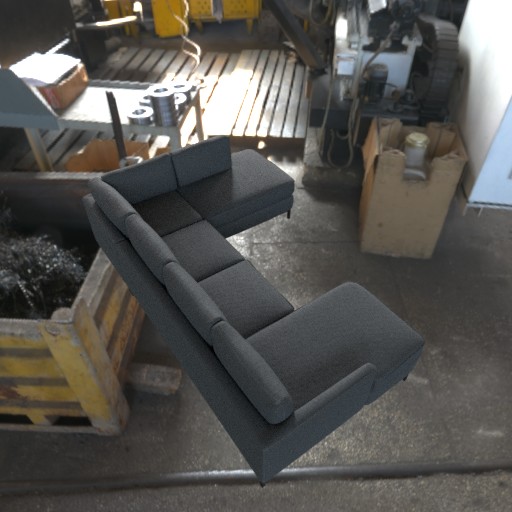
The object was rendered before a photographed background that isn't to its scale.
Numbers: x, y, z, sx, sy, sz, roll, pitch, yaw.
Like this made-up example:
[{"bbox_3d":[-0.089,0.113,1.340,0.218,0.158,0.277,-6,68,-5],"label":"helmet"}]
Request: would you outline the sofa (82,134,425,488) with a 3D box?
[{"bbox_3d":[0.000,0.000,3.834,1.984,0.858,2.975,-26,49,-25],"label":"sofa"}]
